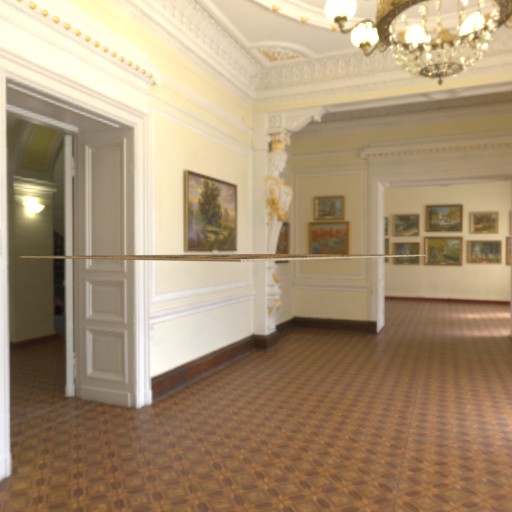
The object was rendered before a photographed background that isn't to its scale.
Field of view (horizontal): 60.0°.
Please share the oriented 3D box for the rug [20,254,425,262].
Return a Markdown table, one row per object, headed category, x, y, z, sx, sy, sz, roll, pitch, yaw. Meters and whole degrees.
| category | x | y | z | sx | sy | sz | roll | pitch | yaw |
| --- | --- | --- | --- | --- | --- | --- | --- | --- | --- |
| rug | 0.000 | 0.000 | 2.856 | 1.522 | 0.008 | 2.284 | 0 | 1 | 36 |
